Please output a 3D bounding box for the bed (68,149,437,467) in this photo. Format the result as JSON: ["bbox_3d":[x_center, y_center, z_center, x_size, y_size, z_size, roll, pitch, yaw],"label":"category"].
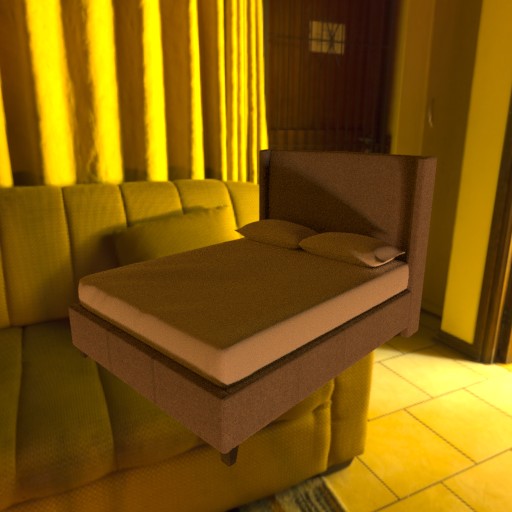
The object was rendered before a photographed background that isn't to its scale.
[{"bbox_3d":[0.000,0.000,3.391,1.714,1.481,2.245,15,22,42],"label":"bed"}]
